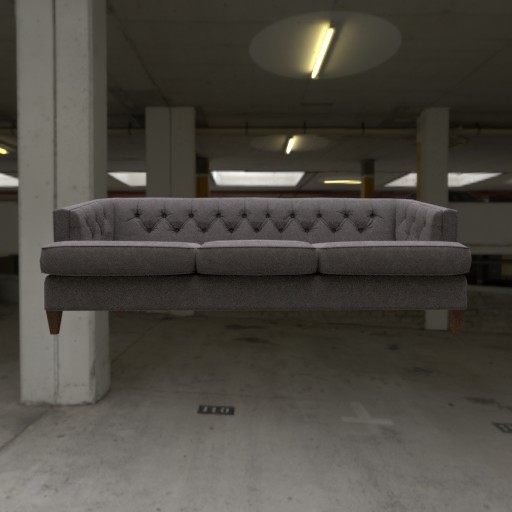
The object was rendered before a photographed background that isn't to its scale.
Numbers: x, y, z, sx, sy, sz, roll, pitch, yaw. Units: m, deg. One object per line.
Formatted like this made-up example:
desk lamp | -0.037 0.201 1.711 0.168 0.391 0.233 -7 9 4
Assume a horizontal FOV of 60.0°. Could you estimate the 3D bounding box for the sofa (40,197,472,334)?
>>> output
sofa | 0.000 0.000 2.716 2.247 0.806 0.917 0 1 -1
